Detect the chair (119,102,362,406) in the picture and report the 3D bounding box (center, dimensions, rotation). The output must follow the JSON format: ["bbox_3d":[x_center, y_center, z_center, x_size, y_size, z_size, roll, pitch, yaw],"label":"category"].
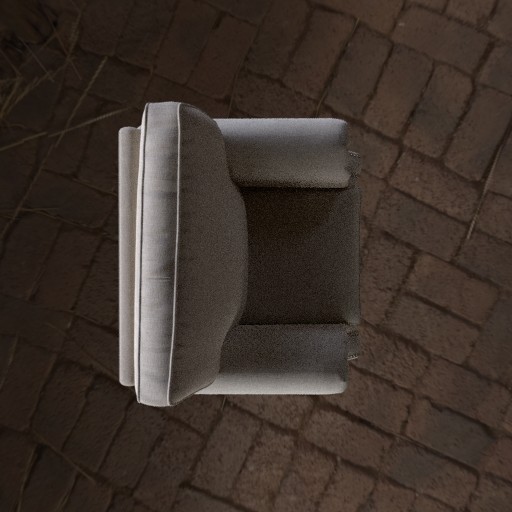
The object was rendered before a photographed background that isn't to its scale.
[{"bbox_3d":[0.000,0.000,1.851,0.965,0.961,1.092,0,91,1],"label":"chair"}]
